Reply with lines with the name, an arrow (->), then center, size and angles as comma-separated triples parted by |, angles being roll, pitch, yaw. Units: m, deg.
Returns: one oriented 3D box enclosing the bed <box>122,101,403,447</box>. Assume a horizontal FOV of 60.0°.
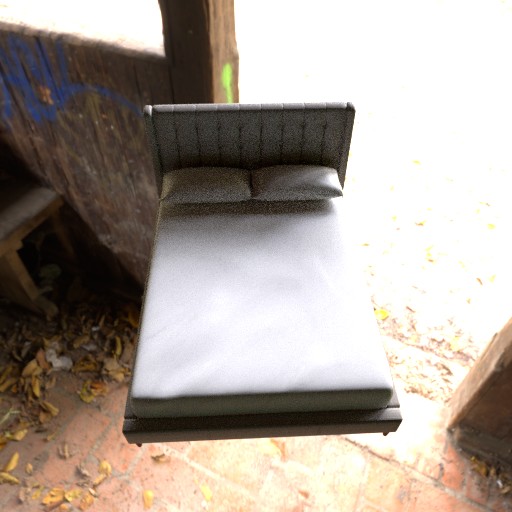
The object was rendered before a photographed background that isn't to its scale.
bed -> 0.000, 0.000, 3.138 | 1.656, 1.147, 2.232 | -2, 47, -2
